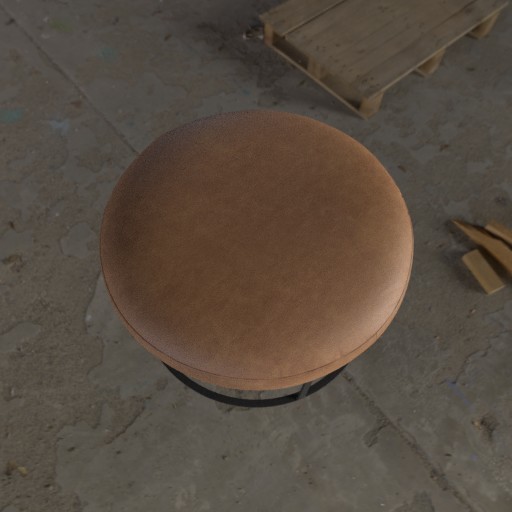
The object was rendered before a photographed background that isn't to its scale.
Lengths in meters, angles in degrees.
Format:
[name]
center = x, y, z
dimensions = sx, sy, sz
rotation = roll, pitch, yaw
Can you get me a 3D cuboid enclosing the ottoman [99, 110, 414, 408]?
[ottoman]
center = 0.000, 0.000, 1.234
dimensions = 0.771, 0.460, 0.771
rotation = 0, 62, 0
